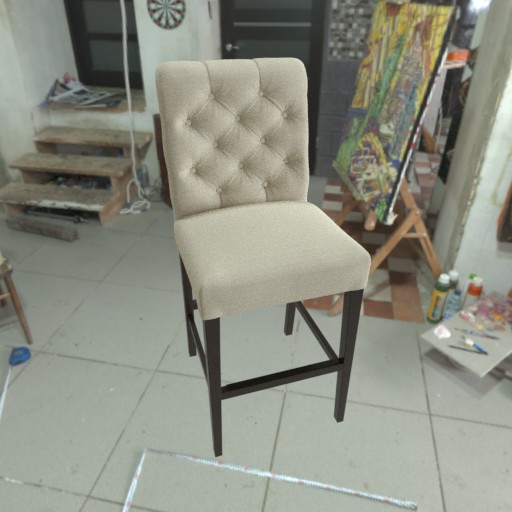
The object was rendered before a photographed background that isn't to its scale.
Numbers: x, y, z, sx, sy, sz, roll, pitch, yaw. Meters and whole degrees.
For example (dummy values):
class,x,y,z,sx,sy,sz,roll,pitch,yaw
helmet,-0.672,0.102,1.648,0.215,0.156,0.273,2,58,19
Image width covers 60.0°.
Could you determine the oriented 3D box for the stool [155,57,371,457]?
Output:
class,x,y,z,sx,sy,sz,roll,pitch,yaw
stool,0.000,0.000,1.444,0.482,1.118,0.610,-9,33,-15
